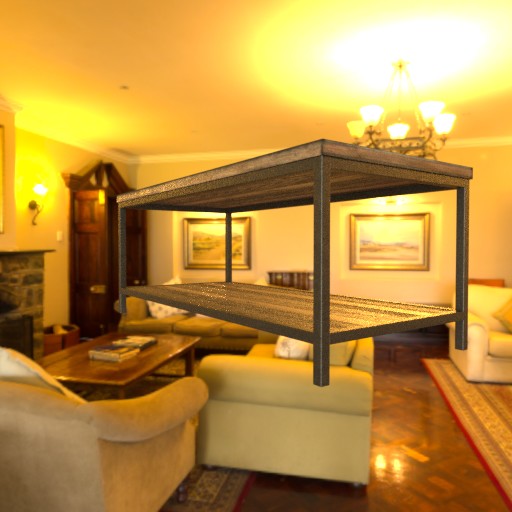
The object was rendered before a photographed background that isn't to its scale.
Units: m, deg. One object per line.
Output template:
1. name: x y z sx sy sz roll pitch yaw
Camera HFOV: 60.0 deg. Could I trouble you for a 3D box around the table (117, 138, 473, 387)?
1. table: 0.000 0.000 1.240 0.452 0.399 0.990 -1 2 -36
